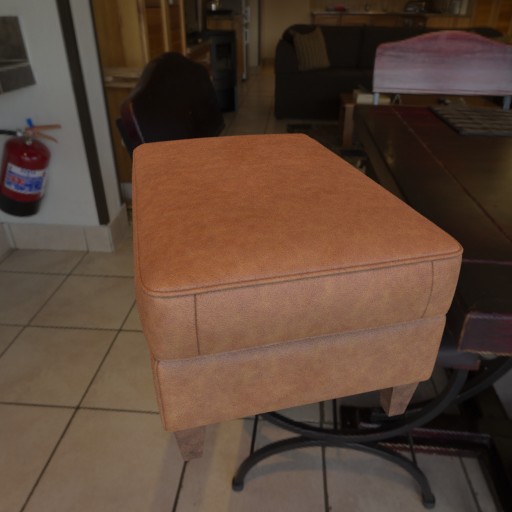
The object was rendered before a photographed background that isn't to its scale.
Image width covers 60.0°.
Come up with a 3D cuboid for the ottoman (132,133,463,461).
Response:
[{"bbox_3d":[0.000,0.000,1.147,0.584,0.483,0.864,-7,30,-12],"label":"ottoman"}]
